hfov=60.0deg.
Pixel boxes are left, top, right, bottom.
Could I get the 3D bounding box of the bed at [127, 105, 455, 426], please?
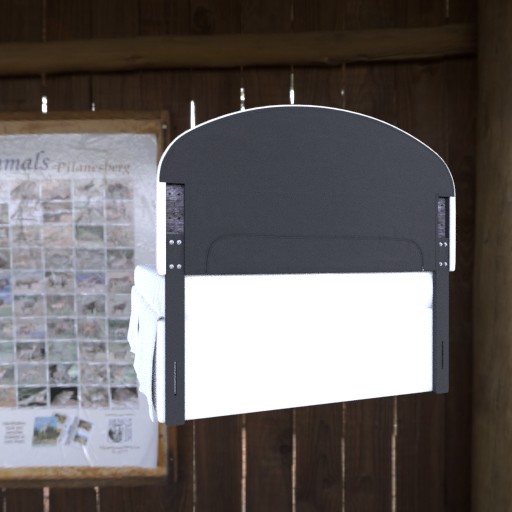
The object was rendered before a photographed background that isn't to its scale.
[{"bbox_3d":[0.000,0.000,3.007,1.607,1.410,2.005,0,0,-18],"label":"bed"}]
